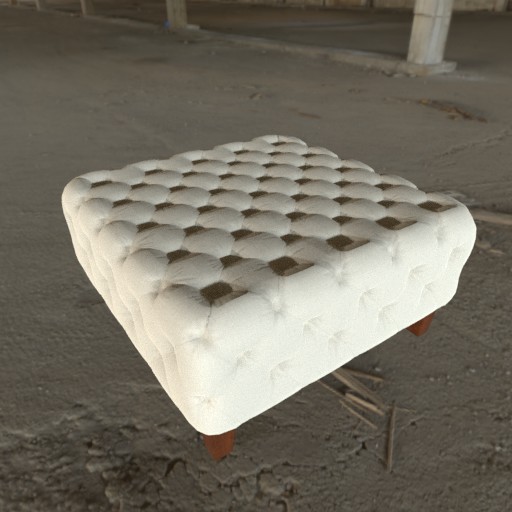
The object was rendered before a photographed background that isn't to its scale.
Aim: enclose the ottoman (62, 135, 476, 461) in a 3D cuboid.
[{"bbox_3d":[0.000,0.000,1.149,0.753,0.376,0.755,-20,37,-29],"label":"ottoman"}]
